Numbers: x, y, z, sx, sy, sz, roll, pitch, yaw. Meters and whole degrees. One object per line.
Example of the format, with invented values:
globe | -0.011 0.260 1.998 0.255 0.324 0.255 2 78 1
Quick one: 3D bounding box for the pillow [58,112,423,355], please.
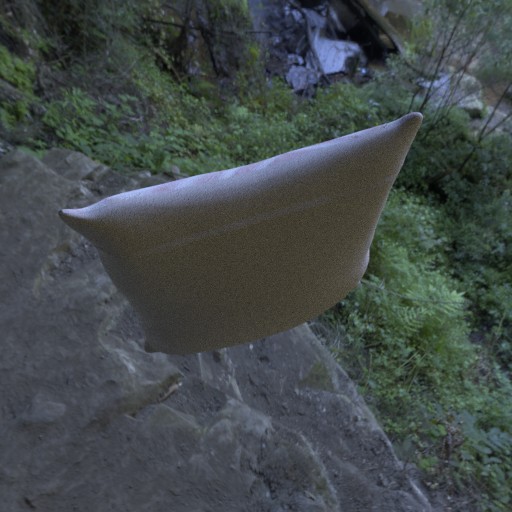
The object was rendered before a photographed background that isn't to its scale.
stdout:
pillow | 0.000 0.000 0.679 0.440 0.441 0.182 -17 61 -10
